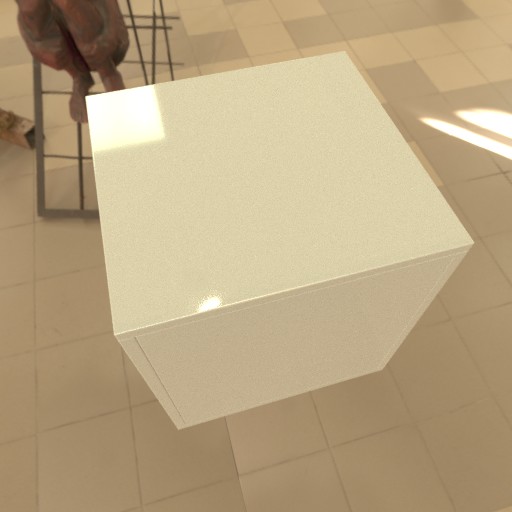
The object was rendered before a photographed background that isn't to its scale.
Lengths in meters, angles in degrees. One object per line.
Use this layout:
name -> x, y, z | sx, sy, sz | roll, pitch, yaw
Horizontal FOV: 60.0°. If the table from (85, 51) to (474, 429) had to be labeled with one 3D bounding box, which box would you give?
table -> 0.000, 0.000, 0.791 | 0.420, 0.470, 0.400 | -14, 58, -9
